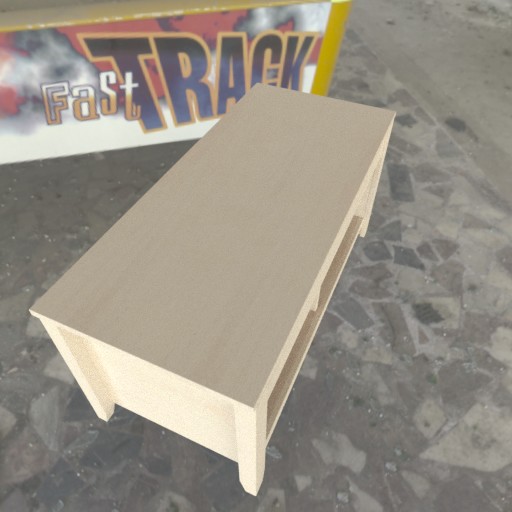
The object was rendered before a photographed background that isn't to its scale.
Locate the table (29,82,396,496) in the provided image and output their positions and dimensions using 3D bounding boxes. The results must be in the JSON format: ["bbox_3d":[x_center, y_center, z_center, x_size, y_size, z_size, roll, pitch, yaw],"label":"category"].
[{"bbox_3d":[0.000,0.000,1.244,0.457,0.483,1.016,18,49,17],"label":"table"}]
